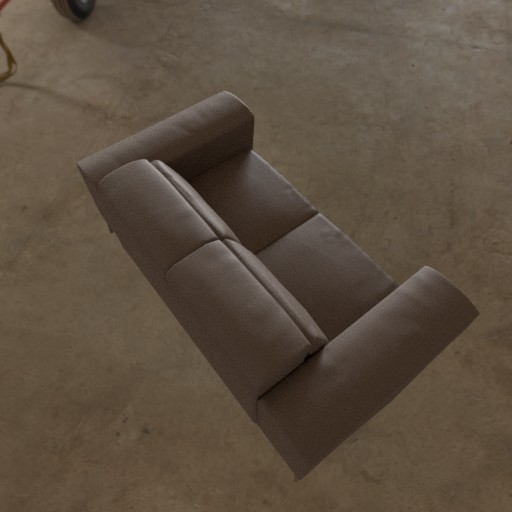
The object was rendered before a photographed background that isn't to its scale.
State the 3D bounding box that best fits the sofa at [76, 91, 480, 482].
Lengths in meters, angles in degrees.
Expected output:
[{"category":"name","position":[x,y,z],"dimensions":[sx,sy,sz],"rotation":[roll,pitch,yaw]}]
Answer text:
[{"category":"sofa","position":[0.000,0.000,2.314],"dimensions":[1.003,0.779,1.895],"rotation":[-33,63,-19]}]
